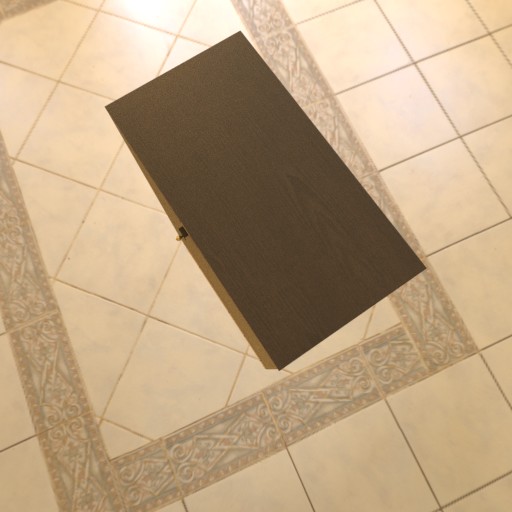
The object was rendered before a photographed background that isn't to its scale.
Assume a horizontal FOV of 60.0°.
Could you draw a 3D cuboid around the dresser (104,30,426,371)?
[{"bbox_3d":[0.000,0.000,1.571,0.418,1.254,0.704,-33,78,-8],"label":"dresser"}]
